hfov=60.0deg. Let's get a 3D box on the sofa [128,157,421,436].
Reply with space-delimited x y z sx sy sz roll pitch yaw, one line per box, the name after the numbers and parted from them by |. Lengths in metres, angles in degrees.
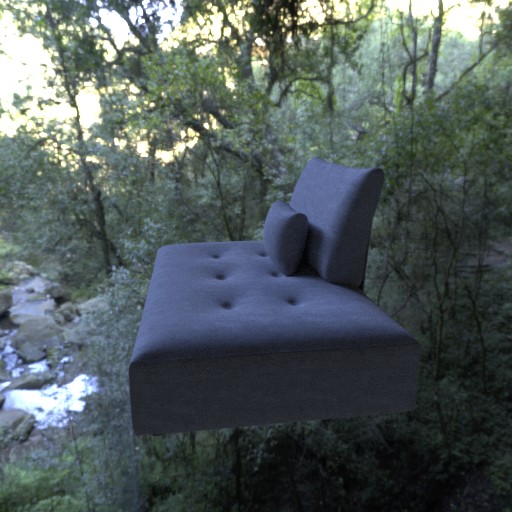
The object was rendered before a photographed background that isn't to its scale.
0.000 0.000 2.026 1.002 0.820 1.450 -2 15 -8 | sofa
